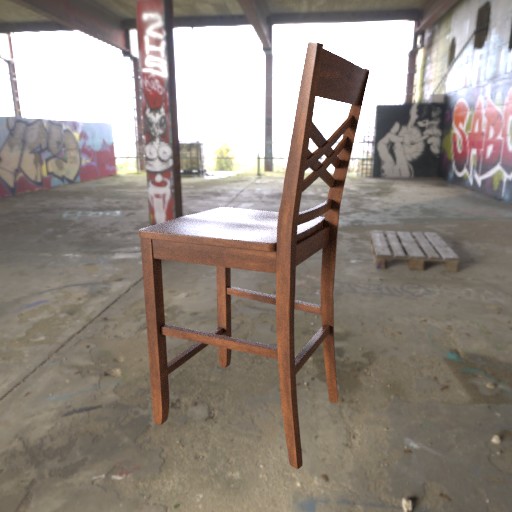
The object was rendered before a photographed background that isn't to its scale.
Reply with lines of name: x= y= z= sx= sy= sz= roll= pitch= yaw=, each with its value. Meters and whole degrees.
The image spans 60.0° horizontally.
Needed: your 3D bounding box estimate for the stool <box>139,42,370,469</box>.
stool: x=0.000 y=0.000 z=1.344 sx=0.539 sy=1.079 sz=0.462 roll=8 pitch=17 yaw=26
